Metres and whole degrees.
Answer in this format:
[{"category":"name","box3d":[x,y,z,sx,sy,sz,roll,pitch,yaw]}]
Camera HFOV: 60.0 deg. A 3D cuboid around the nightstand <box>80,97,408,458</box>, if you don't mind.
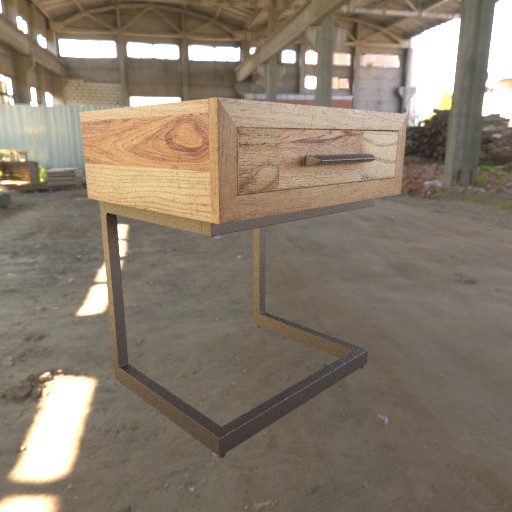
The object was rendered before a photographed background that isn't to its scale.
[{"category":"nightstand","box3d":[0.000,0.000,1.024,0.558,0.632,0.481,-14,20,-43]}]
